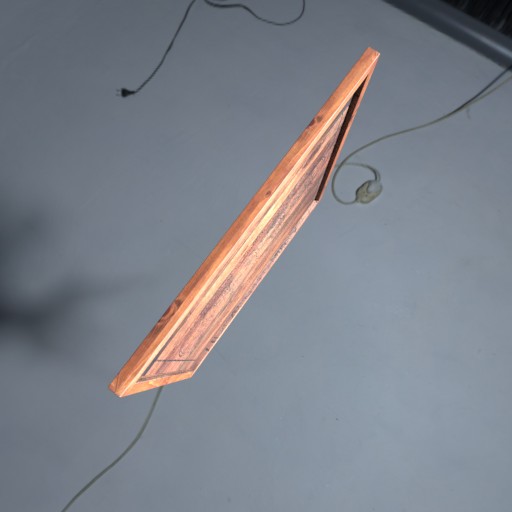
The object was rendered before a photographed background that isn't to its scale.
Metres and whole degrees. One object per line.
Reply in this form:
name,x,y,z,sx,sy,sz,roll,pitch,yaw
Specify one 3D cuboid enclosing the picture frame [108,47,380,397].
picture frame,0.000,0.000,1.208,0.029,0.817,0.810,35,79,8
